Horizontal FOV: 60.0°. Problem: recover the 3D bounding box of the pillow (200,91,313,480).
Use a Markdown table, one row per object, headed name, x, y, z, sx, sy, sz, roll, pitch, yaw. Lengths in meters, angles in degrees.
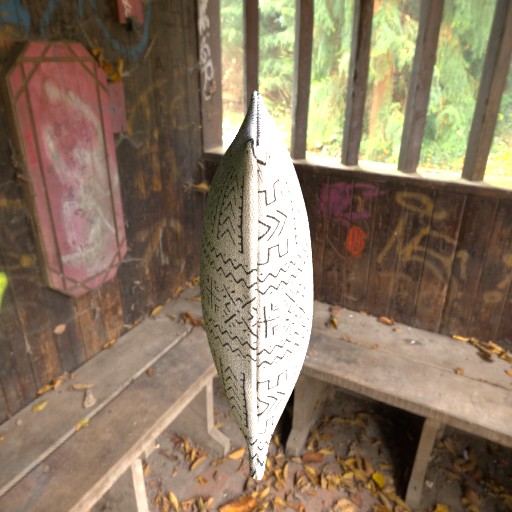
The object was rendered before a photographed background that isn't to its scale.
| name | x | y | z | sx | sy | sz | roll | pitch | yaw |
| --- | --- | --- | --- | --- | --- | --- | --- | --- | --- |
| pillow | 0.000 | 0.000 | 0.662 | 0.164 | 0.430 | 0.438 | 0 | 25 | 0 |
